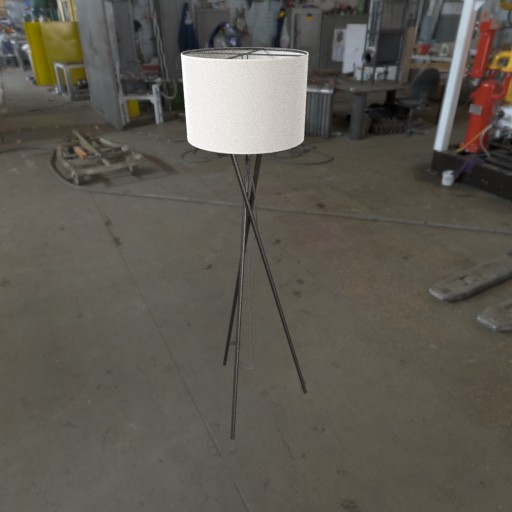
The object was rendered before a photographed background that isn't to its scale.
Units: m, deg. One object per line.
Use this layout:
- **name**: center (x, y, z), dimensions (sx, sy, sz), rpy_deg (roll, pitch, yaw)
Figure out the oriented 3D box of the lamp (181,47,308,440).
- **lamp**: center (0.000, 0.000, 1.934), dimensions (0.522, 1.624, 0.667), rpy_deg (9, 31, 15)
